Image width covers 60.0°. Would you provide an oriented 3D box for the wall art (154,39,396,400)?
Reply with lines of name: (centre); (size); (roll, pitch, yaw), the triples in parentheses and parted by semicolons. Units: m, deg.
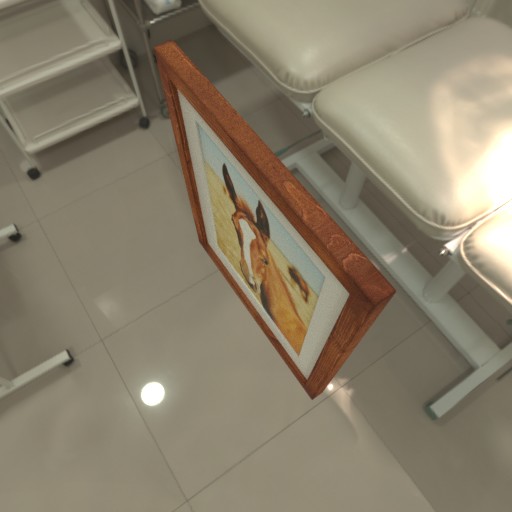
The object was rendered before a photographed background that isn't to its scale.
wall art: (0.000, 0.000, 0.778); (0.030, 0.558, 0.462); (-31, 67, -15)
